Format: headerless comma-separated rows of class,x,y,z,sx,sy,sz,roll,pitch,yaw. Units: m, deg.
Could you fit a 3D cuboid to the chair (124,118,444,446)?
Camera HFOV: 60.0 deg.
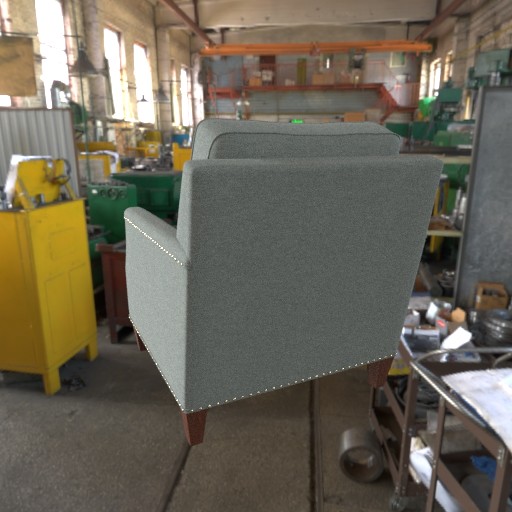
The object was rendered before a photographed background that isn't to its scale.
chair,0.000,0.000,1.790,0.885,1.031,1.031,-7,16,-26
